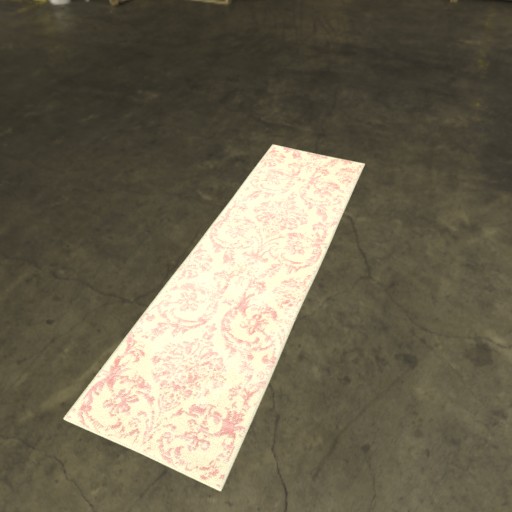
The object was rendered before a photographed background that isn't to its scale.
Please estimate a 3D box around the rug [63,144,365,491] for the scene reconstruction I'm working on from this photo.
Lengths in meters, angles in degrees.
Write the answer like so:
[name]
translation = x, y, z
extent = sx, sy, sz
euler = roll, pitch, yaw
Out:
[rug]
translation = 0.000, 0.000, 2.308
extent = 0.662, 0.011, 2.196
euler = 16, 46, 16
